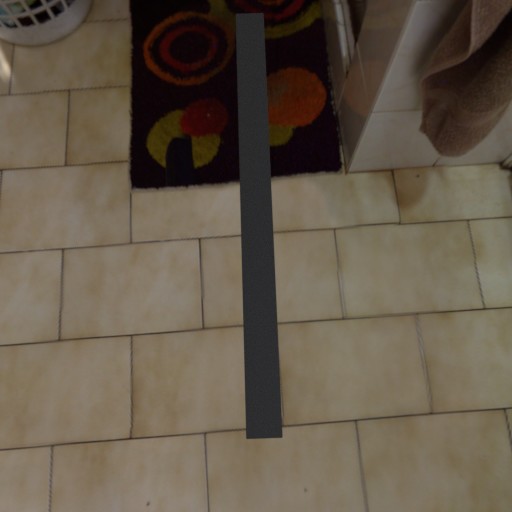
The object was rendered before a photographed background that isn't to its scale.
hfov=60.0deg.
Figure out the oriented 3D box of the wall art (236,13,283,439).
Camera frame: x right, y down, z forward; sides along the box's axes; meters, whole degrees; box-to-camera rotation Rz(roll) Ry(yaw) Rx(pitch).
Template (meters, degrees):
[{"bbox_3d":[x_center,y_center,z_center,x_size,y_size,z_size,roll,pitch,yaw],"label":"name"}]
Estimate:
[{"bbox_3d":[0.000,0.000,0.743,0.036,0.503,0.506,-2,75,0],"label":"wall art"}]
